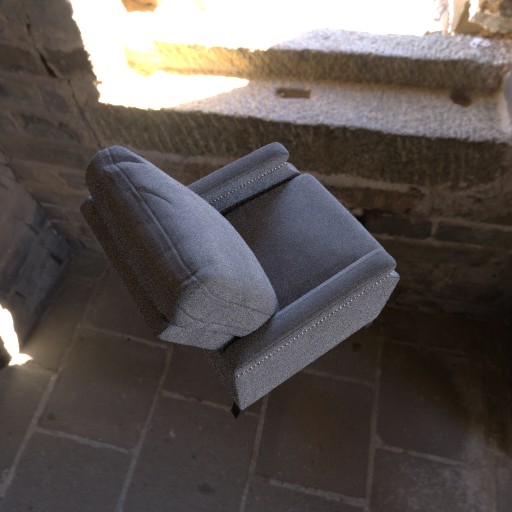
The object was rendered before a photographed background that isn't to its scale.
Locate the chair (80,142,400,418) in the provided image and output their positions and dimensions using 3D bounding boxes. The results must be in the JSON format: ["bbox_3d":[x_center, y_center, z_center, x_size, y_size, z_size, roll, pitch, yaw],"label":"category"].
[{"bbox_3d":[0.000,0.000,1.633,0.922,1.049,0.710,-30,63,-17],"label":"chair"}]
